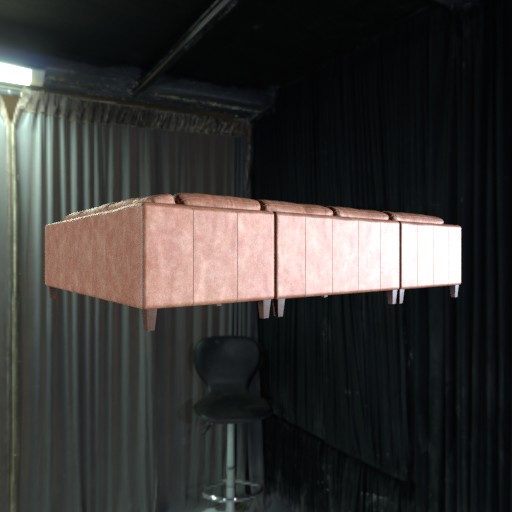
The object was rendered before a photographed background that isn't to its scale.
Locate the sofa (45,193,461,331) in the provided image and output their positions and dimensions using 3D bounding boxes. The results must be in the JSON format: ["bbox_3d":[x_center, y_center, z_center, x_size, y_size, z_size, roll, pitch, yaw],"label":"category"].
[{"bbox_3d":[0.000,0.000,4.432,3.401,0.832,2.430,0,0,-37],"label":"sofa"}]
